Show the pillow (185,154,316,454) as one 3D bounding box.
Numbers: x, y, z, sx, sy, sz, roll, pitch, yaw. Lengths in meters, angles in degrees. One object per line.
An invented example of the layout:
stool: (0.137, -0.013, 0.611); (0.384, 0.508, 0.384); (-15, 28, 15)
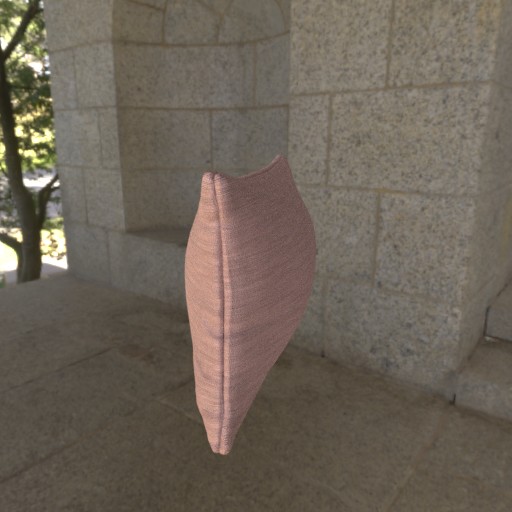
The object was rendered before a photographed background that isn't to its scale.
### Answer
pillow: (0.000, 0.000, 0.793); (0.210, 0.338, 0.633); (2, 15, 10)
